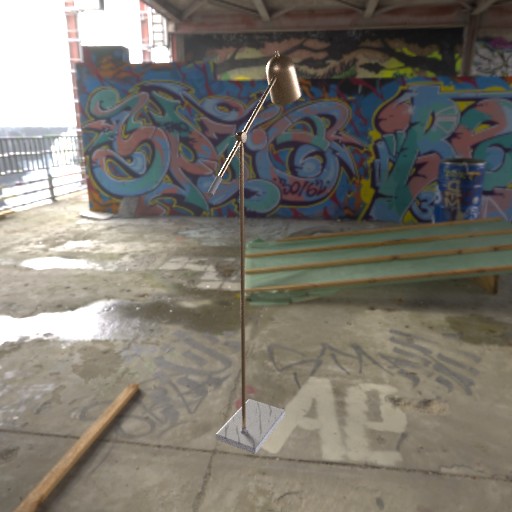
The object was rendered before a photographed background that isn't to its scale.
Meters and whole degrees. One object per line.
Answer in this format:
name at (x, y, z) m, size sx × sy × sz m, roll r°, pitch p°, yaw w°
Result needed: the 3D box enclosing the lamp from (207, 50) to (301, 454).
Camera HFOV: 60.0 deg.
lamp at (0.000, 0.000, 1.819) m, size 0.194 × 1.594 × 0.653 m, roll 9°, pitch 18°, yaw 27°
